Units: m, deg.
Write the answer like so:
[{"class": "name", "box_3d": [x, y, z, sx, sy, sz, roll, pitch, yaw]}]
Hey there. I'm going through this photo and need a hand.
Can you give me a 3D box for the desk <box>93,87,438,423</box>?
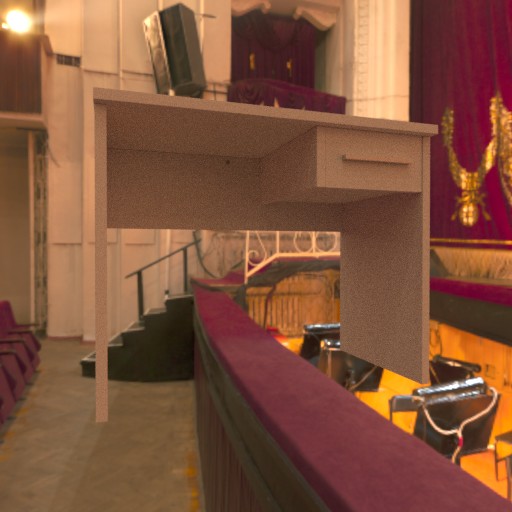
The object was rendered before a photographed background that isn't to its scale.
[{"class": "desk", "box_3d": [0.000, 0.000, 1.327, 0.900, 0.729, 0.498, 0, 1, -19]}]
